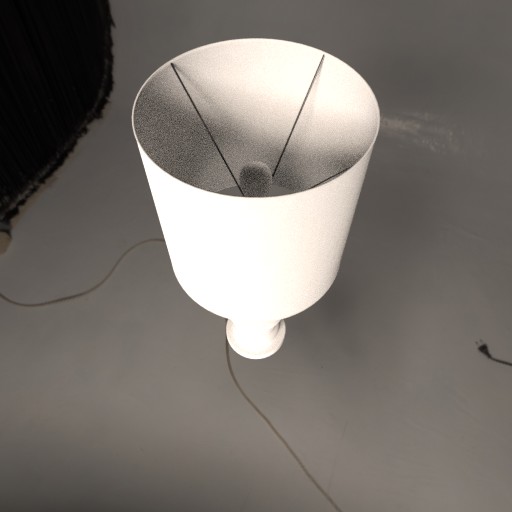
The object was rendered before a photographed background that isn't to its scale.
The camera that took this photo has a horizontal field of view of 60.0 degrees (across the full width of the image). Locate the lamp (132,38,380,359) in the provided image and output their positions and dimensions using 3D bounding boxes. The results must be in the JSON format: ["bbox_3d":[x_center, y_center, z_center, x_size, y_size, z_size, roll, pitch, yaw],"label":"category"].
[{"bbox_3d":[0.000,0.000,0.565,0.208,0.455,0.208,17,58,11],"label":"lamp"}]
